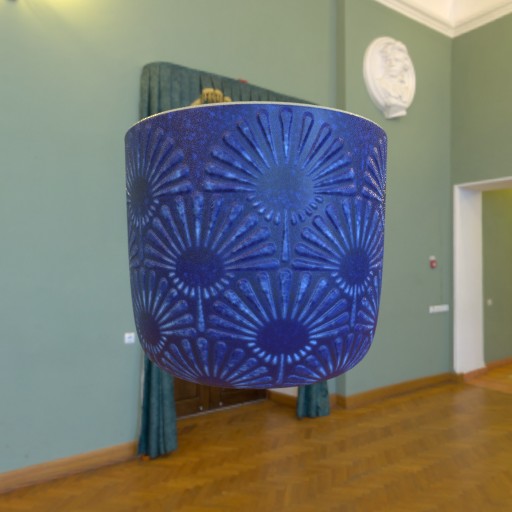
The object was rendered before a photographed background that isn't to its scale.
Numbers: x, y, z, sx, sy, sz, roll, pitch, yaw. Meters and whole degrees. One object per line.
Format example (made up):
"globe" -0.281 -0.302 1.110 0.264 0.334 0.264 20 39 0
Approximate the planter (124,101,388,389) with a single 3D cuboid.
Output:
"planter" 0.000 0.000 0.217 0.124 0.109 0.124 0 0 0
